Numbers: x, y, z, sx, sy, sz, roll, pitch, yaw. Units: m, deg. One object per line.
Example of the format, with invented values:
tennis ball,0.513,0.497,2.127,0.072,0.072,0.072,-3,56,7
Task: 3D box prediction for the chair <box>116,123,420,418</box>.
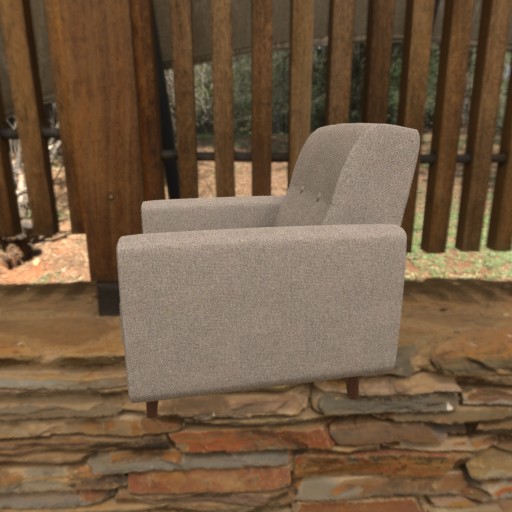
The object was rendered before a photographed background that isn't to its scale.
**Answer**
chair,0.000,0.000,1.686,0.942,0.968,0.845,-2,15,-8
